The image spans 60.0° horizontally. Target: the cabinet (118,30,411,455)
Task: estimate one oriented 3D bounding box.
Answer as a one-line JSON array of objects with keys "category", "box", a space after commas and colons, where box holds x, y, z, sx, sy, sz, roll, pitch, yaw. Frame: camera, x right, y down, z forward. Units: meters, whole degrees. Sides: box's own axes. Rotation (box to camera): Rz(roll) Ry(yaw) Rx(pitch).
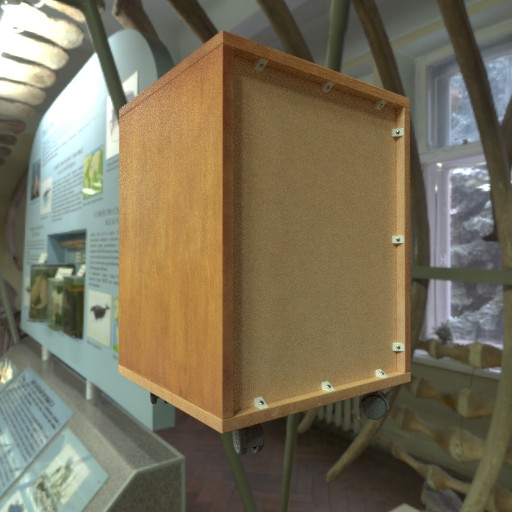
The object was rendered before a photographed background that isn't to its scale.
[{"category": "cabinet", "box": [0.000, 0.000, 0.852, 0.409, 0.579, 0.401, 0, -1, -37]}]
